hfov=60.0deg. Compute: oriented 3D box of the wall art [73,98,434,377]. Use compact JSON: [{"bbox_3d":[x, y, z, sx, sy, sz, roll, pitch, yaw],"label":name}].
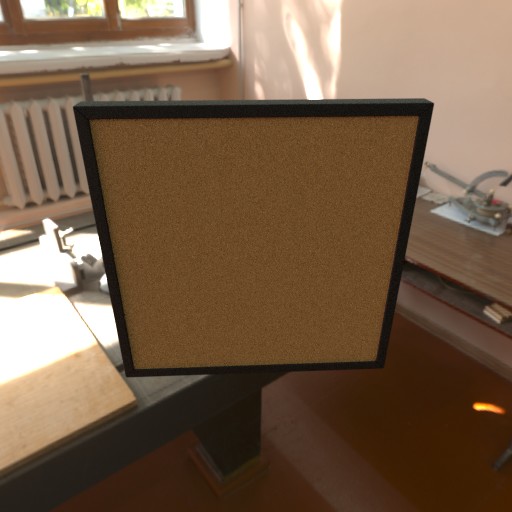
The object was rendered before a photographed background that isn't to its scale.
[{"bbox_3d":[0.000,0.000,0.761,0.508,0.508,0.037,-1,30,-2],"label":"wall art"}]
